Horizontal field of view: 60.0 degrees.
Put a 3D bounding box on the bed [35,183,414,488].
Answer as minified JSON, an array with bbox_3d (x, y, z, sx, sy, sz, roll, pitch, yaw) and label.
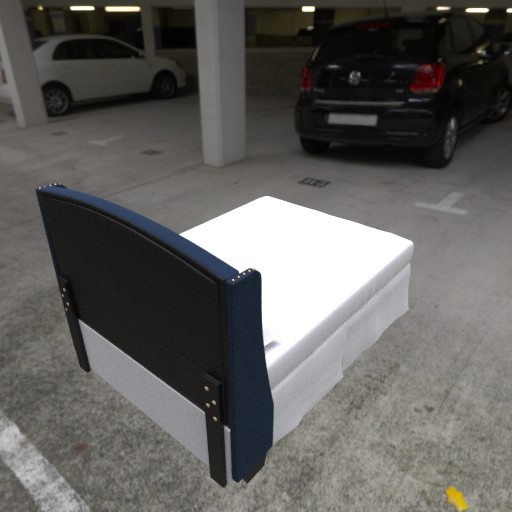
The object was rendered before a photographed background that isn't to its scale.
[{"bbox_3d":[0.000,0.000,3.172,1.604,1.402,2.223,23,37,34],"label":"bed"}]
